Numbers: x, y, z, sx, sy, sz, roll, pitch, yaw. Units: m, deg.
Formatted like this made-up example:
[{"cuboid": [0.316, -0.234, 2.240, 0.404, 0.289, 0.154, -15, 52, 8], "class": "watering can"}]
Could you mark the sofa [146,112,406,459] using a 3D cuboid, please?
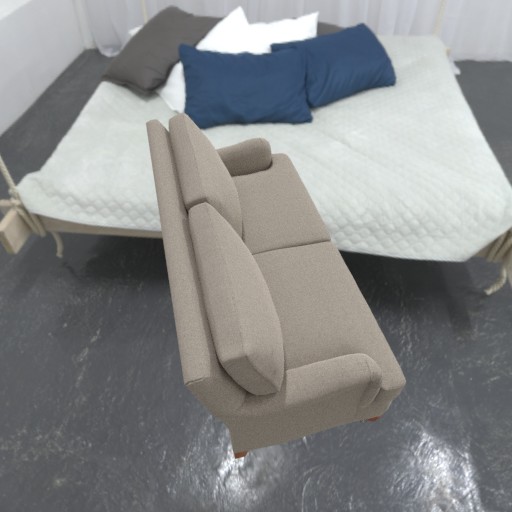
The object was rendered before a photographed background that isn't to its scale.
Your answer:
[{"cuboid": [0.000, 0.000, 2.837, 1.087, 1.054, 2.160, -10, 47, -10], "class": "sofa"}]
